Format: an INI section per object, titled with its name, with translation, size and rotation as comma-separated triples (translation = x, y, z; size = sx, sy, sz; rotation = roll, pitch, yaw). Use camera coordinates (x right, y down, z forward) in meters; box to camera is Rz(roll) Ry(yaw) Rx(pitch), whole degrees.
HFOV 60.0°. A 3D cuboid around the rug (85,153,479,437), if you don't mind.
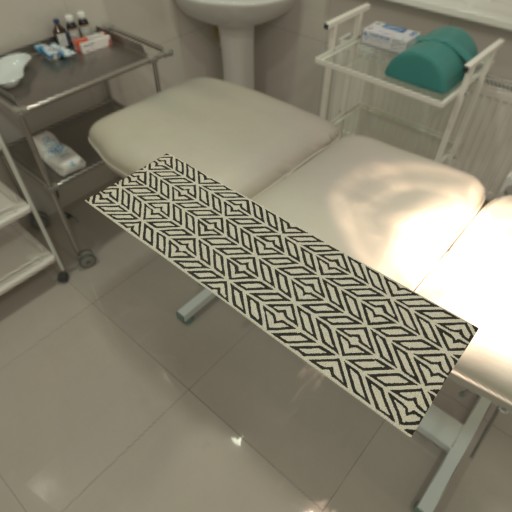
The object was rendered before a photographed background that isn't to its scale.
[rug]
translation = 0.000, 0.000, 2.664
size = 2.435, 0.009, 0.750
rotation = 32, 55, 26
